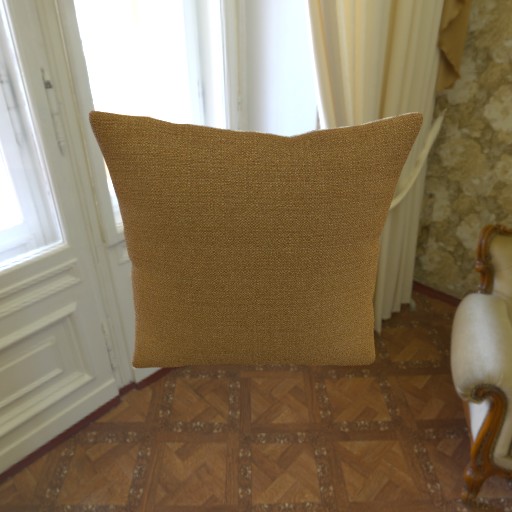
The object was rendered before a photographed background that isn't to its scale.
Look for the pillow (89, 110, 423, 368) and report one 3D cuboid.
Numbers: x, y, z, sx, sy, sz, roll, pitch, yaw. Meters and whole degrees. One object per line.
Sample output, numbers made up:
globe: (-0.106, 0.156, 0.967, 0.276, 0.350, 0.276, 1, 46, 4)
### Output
pillow: (0.000, 0.000, 0.678, 0.432, 0.437, 0.147, -1, 30, -2)
